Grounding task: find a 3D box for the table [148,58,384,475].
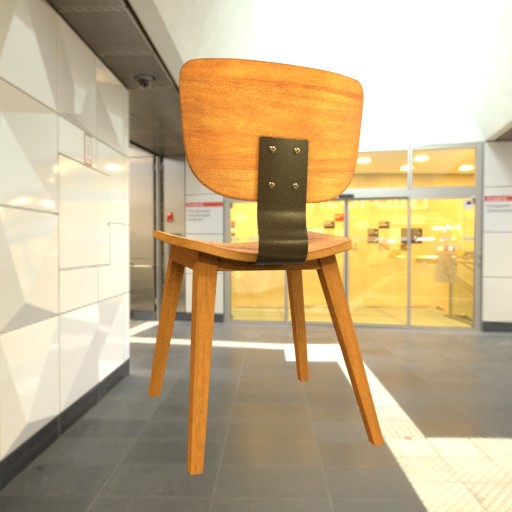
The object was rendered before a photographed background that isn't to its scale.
[{"bbox_3d":[0.000,0.000,1.120,0.499,0.805,0.500,0,1,-18],"label":"table"}]
